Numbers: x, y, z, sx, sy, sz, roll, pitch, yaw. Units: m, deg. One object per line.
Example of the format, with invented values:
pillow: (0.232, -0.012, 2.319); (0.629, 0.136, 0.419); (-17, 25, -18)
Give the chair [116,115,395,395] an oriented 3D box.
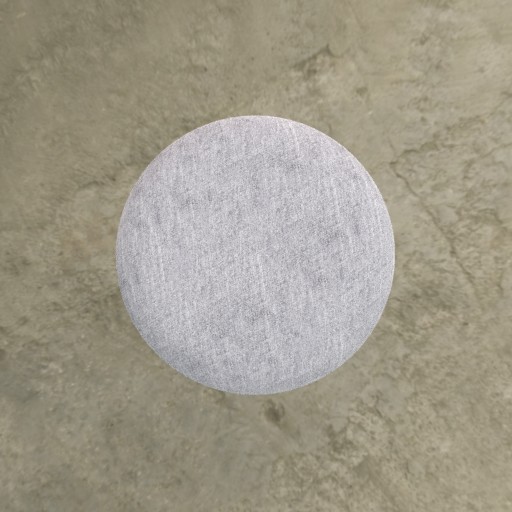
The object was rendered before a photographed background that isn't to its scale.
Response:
chair: (0.000, 0.000, 0.651); (0.350, 0.386, 0.350); (0, 90, 0)
